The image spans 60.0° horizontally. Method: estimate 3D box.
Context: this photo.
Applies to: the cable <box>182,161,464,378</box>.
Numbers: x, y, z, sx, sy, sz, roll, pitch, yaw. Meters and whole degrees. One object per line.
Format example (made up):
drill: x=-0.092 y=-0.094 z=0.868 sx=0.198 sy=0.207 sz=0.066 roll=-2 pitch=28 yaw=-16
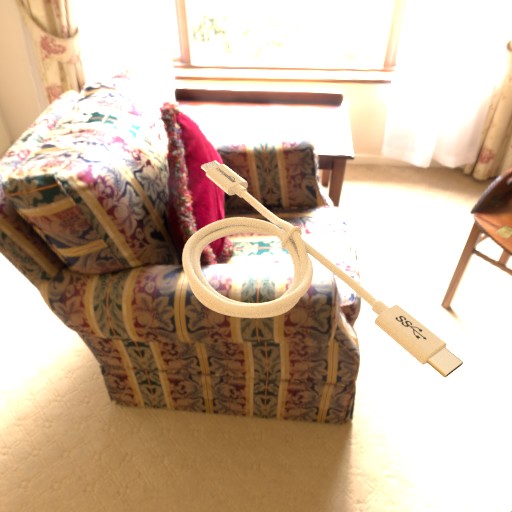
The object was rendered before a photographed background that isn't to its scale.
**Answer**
cable: x=0.000 y=0.000 z=0.211 sx=0.070 sy=0.014 sz=0.186 roll=-25 pitch=47 yaw=-25
